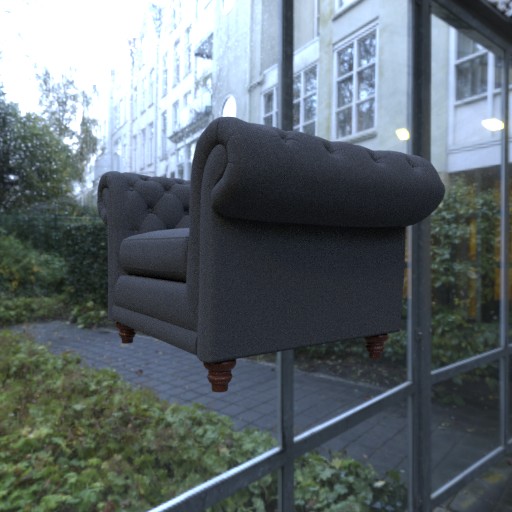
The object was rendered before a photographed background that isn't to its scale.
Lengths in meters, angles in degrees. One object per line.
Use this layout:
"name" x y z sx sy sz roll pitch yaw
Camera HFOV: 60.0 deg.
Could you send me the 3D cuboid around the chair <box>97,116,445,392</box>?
"chair" 0.000 0.000 1.859 0.976 0.770 1.270 -1 1 -35
